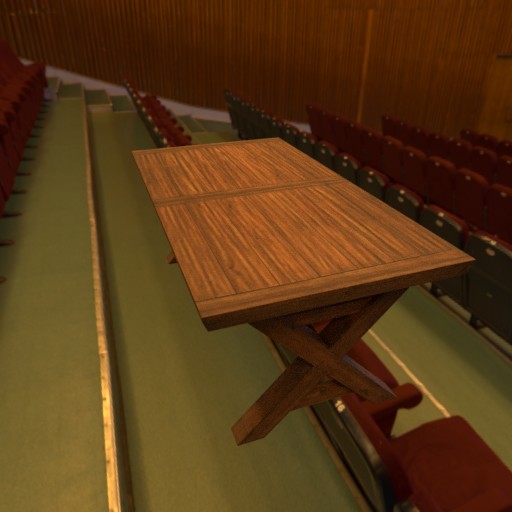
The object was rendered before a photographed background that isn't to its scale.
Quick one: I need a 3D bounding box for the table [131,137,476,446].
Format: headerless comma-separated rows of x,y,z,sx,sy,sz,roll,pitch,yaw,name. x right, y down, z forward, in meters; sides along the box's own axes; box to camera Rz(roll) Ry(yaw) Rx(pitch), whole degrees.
0.000,0.000,2.531,1.071,0.793,1.966,-10,31,-17,table
